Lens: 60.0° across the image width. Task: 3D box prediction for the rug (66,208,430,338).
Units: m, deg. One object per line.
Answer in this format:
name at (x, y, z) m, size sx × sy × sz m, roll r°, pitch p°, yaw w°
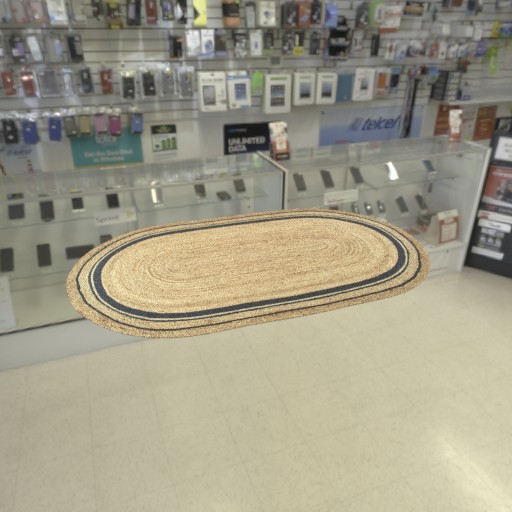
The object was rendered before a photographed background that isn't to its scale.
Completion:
rug at (0.000, 0.000, 3.038) m, size 2.432 × 0.006 × 1.520 m, roll -9°, pitch 28°, yaw -16°
